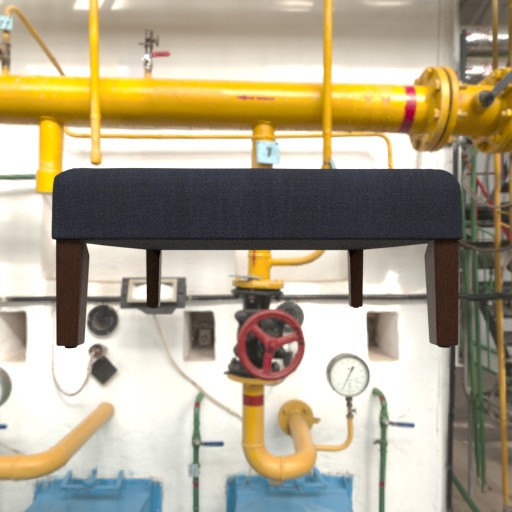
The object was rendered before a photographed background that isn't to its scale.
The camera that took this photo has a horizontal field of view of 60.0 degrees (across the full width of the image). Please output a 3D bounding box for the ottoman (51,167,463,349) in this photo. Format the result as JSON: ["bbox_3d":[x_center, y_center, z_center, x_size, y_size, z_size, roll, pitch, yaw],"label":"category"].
[{"bbox_3d":[0.000,0.000,1.387,0.889,0.411,0.890,0,-1,-1],"label":"ottoman"}]
